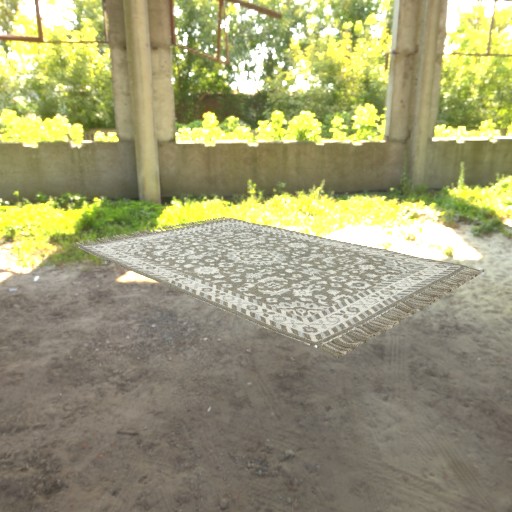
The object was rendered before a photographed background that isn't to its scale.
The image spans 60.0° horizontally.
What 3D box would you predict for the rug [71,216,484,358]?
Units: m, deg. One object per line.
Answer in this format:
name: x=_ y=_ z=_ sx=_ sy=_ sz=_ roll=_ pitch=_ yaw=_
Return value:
rug: x=0.000 y=0.000 z=3.001 sx=1.530 sy=0.025 sz=2.431 roll=-15 pitch=22 yaw=-43
